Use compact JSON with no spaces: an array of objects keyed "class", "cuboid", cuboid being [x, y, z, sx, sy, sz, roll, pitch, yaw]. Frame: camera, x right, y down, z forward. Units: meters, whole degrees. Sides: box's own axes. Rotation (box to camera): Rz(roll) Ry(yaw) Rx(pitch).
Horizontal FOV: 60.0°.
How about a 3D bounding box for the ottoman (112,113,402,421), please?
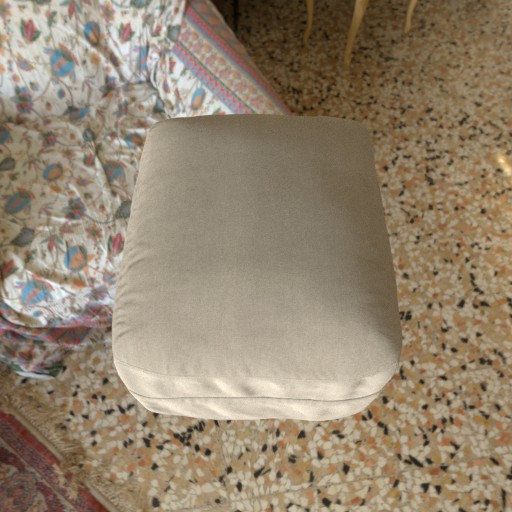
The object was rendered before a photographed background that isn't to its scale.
[{"class":"ottoman","cuboid":[0.000,0.000,1.098,0.584,0.480,0.712,0,60,0]}]
